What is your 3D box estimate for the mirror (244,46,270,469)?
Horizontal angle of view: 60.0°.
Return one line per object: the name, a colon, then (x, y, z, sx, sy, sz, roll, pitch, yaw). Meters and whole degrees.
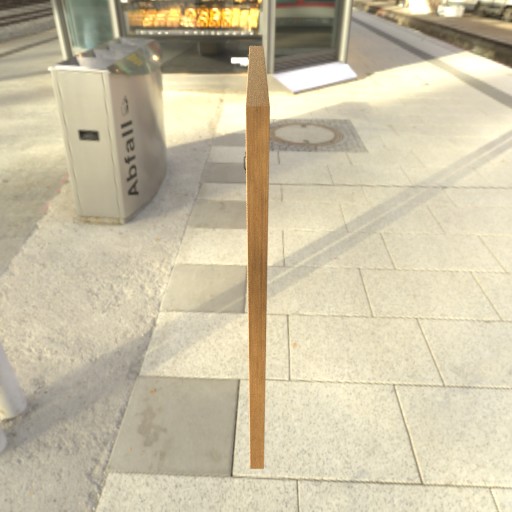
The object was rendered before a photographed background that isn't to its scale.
mirror: (0.000, 0.000, 1.151, 0.040, 0.915, 0.609, 0, 33, 0)
